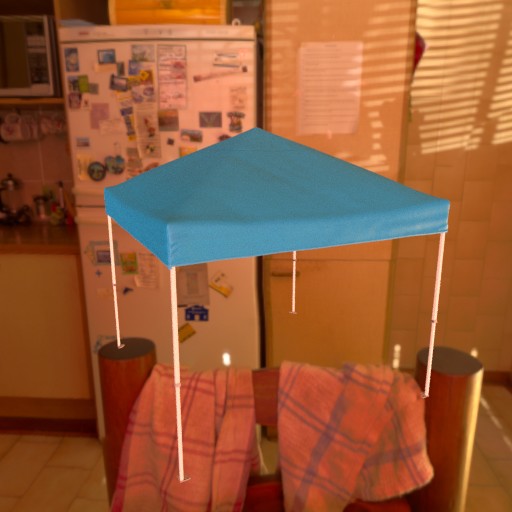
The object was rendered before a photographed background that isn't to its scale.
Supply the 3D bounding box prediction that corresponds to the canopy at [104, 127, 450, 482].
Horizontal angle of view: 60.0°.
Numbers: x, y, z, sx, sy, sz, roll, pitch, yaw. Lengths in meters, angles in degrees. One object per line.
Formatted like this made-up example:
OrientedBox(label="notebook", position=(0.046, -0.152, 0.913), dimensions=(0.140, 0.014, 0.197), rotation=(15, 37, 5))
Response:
OrientedBox(label="canopy", position=(0.000, 0.000, 5.364), dimensions=(2.996, 2.997, 2.998), rotation=(-7, 16, -26))
